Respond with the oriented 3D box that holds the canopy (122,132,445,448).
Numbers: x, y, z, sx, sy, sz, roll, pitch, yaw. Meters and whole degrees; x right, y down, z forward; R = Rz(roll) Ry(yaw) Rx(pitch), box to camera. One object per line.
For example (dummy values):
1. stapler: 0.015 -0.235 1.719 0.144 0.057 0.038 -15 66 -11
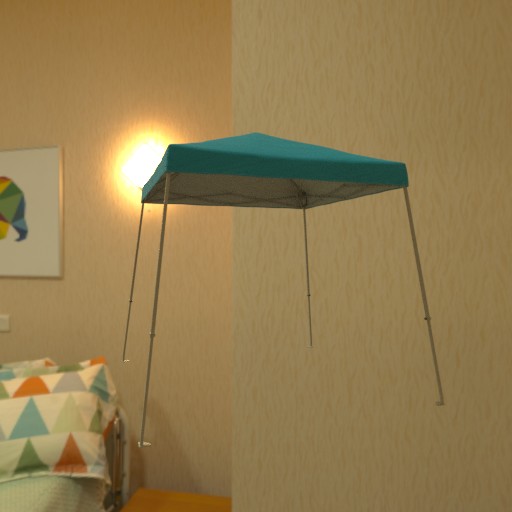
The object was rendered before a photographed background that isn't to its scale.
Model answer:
1. canopy: 0.000 0.000 6.468 3.600 3.600 3.599 0 0 -19
